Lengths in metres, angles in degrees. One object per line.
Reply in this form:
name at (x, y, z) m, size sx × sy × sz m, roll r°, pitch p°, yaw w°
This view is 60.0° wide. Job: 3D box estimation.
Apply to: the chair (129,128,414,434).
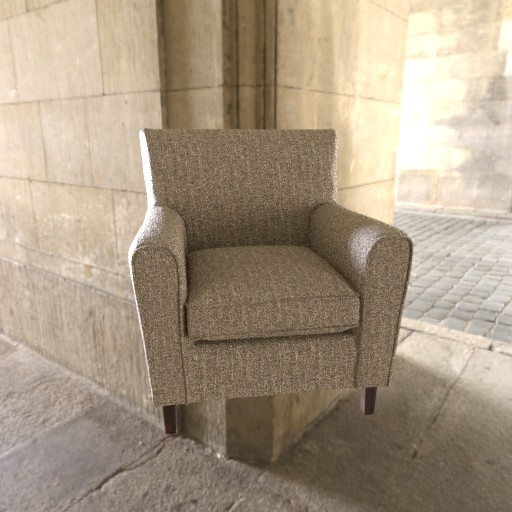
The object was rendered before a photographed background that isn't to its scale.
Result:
chair at (0.000, 0.000, 1.659) m, size 0.864 × 0.928 × 0.873 m, roll -2°, pitch 15°, yaw -9°
